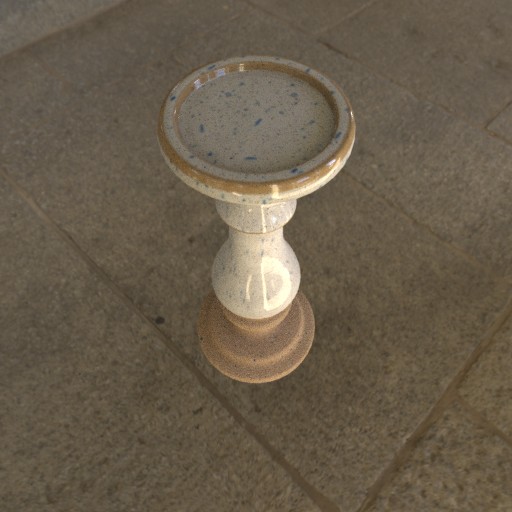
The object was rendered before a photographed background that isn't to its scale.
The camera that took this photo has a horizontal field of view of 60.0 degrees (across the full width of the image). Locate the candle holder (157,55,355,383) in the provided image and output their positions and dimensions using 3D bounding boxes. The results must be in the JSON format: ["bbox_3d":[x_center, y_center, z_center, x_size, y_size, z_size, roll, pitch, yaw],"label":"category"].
[{"bbox_3d":[0.000,0.000,0.252,0.088,0.203,0.088,0,58,0],"label":"candle holder"}]
